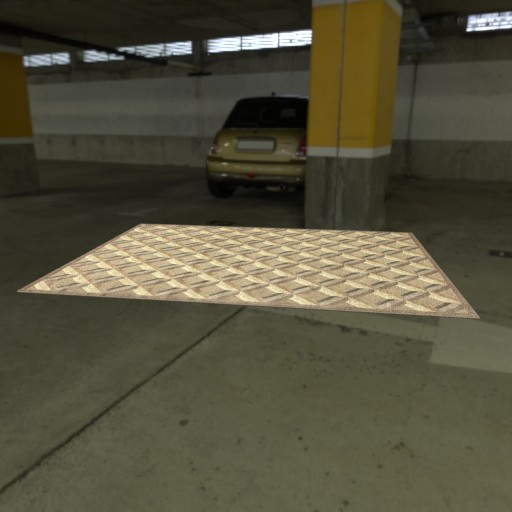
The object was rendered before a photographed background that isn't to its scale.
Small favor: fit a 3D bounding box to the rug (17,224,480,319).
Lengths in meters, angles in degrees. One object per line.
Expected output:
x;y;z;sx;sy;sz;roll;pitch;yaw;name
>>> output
0.000;0.000;4.231;3.294;0.018;2.382;2;17;8;rug
